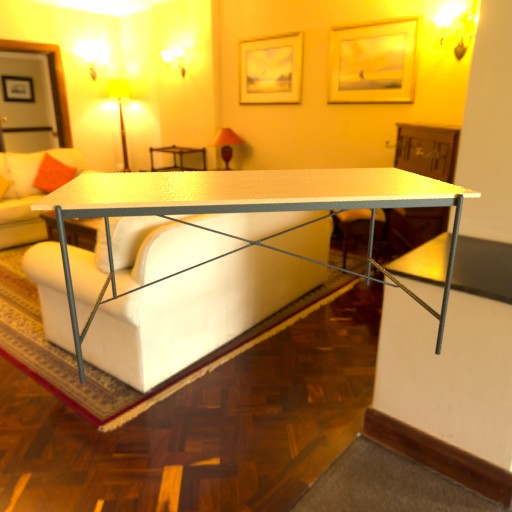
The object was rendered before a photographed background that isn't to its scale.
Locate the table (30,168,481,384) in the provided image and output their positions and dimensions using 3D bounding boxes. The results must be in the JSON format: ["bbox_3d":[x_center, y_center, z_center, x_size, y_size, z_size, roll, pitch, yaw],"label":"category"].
[{"bbox_3d":[0.000,0.000,2.272,1.800,0.758,0.900,-3,19,-8],"label":"table"}]
